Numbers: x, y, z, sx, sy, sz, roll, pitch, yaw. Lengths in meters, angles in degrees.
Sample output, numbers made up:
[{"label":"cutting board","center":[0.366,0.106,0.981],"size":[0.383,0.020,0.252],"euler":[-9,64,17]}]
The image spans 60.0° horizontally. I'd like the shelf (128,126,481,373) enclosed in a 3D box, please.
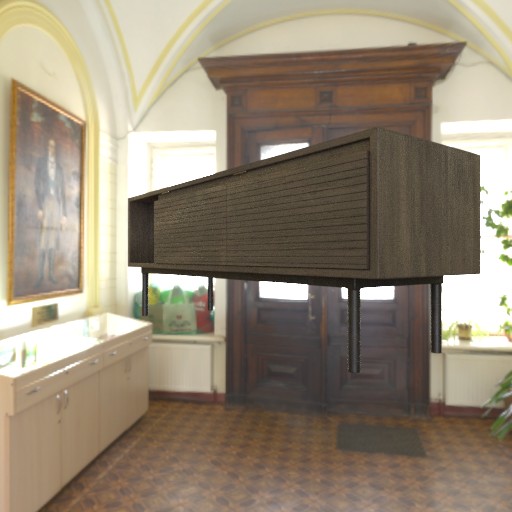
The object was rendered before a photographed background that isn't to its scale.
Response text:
[{"label":"shelf","center":[0.000,0.000,1.482],"size":[0.400,0.495,1.300],"euler":[0,0,-37]}]
